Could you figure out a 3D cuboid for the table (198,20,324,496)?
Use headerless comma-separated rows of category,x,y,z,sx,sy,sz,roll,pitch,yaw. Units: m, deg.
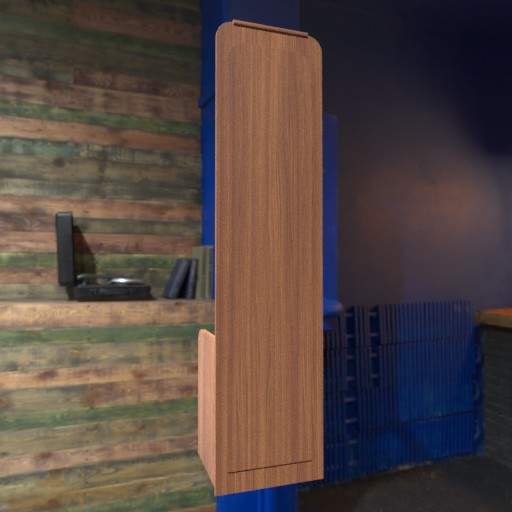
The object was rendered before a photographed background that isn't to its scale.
table,0.000,0.000,1.941,0.450,1.830,0.420,0,-2,-18
